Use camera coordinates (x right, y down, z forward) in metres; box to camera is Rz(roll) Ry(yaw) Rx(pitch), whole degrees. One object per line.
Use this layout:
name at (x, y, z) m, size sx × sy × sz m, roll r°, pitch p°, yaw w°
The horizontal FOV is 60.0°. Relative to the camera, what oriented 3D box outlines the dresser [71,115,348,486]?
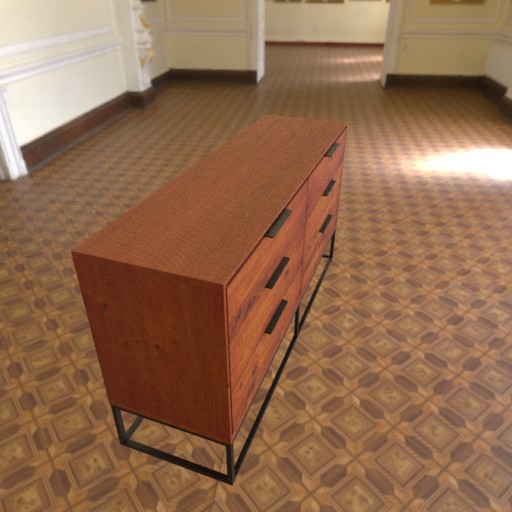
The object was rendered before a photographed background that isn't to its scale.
dresser at (0.000, 0.000, 1.921) m, size 0.464 × 0.810 × 1.536 m, roll 11°, pitch 33°, yaw 18°
